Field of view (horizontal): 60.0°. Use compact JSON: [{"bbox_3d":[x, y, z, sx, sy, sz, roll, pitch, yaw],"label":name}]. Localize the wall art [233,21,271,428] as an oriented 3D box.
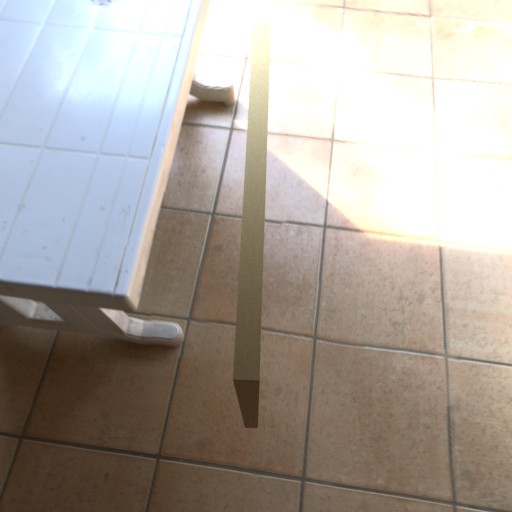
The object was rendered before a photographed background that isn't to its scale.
[{"bbox_3d":[0.000,0.000,1.136,0.038,0.762,0.762,2,64,1],"label":"wall art"}]
